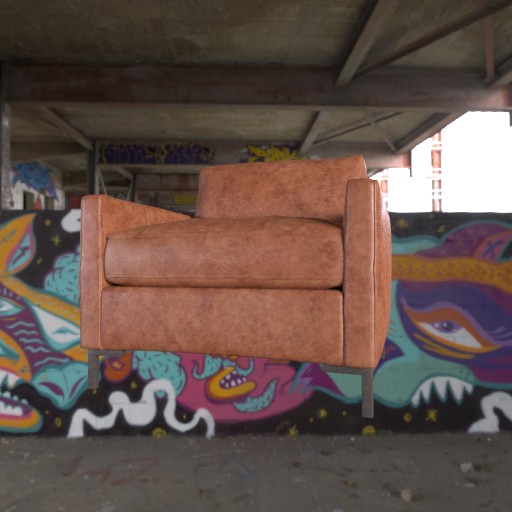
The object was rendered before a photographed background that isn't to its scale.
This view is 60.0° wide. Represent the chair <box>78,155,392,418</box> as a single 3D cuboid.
[{"bbox_3d":[0.000,0.000,1.675,0.967,0.869,0.862,0,-1,18],"label":"chair"}]
